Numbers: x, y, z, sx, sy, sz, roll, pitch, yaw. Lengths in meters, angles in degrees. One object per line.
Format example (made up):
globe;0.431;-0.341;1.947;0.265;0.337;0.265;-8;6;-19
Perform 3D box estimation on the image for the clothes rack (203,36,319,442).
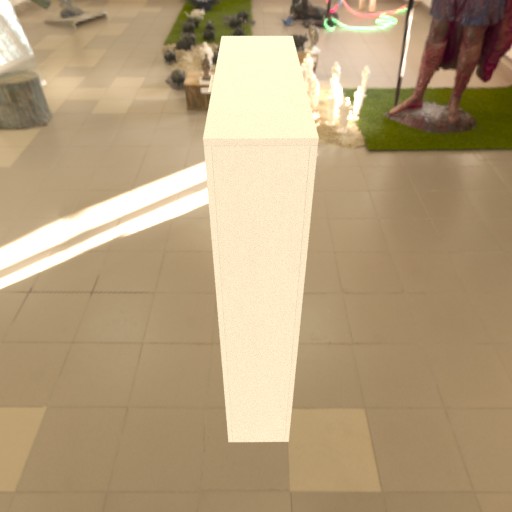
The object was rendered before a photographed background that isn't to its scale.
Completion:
clothes rack;0.000;0.000;1.603;0.250;1.280;0.750;0;41;0
